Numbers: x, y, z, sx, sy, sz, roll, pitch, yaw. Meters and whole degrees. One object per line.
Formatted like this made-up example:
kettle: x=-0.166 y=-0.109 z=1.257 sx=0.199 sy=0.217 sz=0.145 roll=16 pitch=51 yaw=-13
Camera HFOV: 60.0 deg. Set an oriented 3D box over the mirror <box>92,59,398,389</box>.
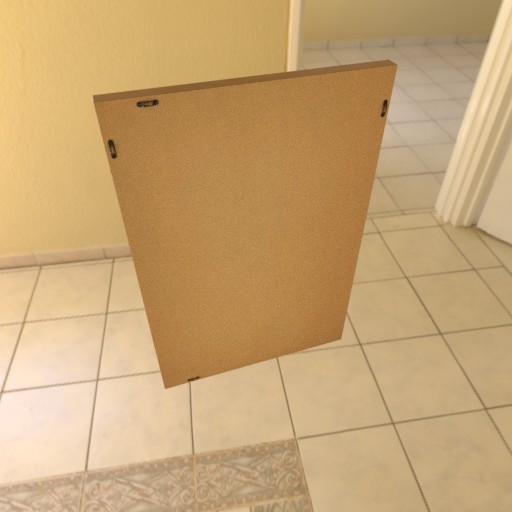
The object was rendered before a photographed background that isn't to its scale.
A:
mirror: x=0.000 y=0.000 z=1.161 sx=0.609 sy=0.915 sz=0.040 roll=-13 pitch=43 yaw=-14
